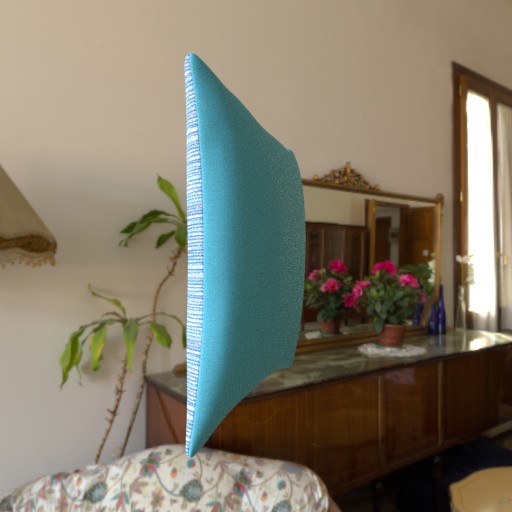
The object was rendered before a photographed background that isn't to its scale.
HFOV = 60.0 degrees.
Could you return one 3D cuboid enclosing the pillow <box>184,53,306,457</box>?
[{"bbox_3d":[0.000,0.000,0.780,0.150,0.497,0.514,0,-1,18],"label":"pillow"}]
